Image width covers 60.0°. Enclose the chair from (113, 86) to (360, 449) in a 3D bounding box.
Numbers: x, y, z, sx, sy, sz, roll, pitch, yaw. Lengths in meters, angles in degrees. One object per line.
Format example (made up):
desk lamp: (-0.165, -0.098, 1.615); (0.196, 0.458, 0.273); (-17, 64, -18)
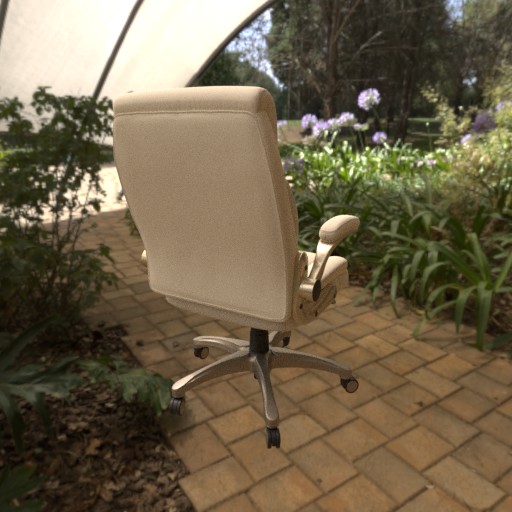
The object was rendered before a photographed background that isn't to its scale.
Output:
chair: (0.000, 0.000, 1.624); (0.740, 1.110, 0.794); (8, 18, 26)
